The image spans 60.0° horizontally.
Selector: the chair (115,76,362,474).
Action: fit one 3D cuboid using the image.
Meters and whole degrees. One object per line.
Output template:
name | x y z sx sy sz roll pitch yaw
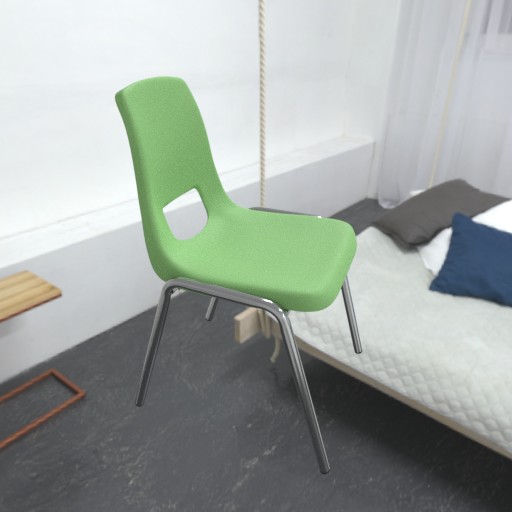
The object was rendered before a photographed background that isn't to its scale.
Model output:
chair | 0.000 0.000 0.891 0.436 0.653 0.381 10 30 19
